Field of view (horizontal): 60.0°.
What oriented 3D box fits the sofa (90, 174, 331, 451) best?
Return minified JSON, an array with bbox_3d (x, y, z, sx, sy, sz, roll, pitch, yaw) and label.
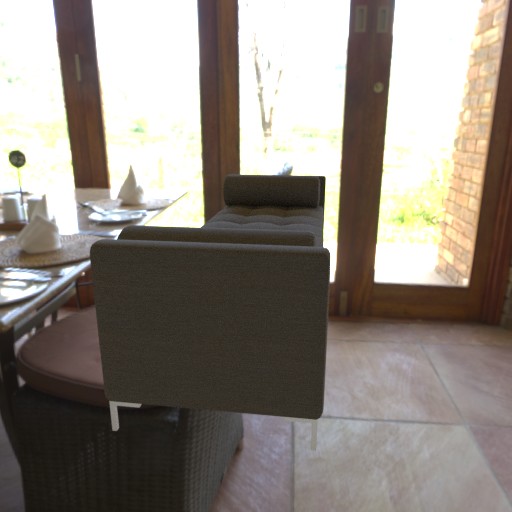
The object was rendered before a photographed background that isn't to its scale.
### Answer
[{"bbox_3d":[0.000,0.000,2.230,0.686,0.635,1.981,2,16,8],"label":"sofa"}]
